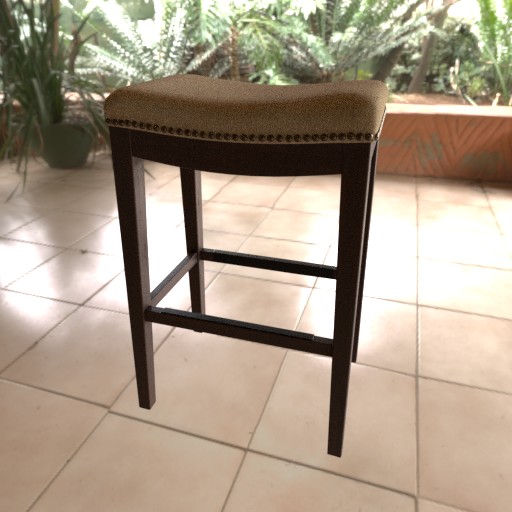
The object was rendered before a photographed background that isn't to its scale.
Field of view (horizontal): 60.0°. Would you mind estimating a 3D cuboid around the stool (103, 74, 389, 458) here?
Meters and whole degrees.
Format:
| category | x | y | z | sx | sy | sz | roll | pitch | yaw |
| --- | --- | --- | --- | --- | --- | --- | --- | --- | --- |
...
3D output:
| category | x | y | z | sx | sy | sz | roll | pitch | yaw |
| --- | --- | --- | --- | --- | --- | --- | --- | --- | --- |
| stool | 0.000 | 0.000 | 1.037 | 0.509 | 0.768 | 0.363 | 8 | 28 | 15 |
